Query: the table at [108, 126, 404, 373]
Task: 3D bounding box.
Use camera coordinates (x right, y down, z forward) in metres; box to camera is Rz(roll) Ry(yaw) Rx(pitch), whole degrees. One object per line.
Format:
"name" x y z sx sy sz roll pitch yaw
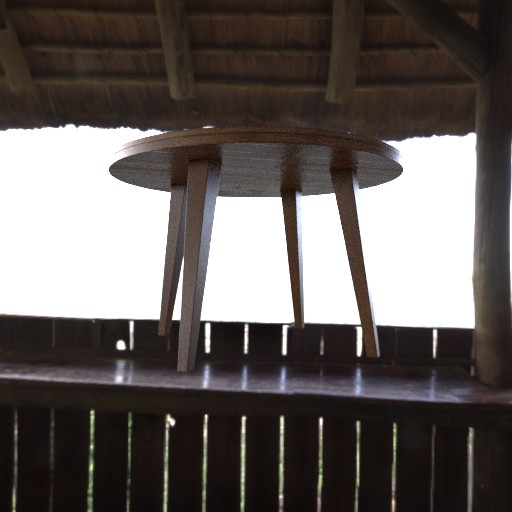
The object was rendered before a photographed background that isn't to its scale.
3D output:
"table" 0.000 0.000 1.916 1.213 0.764 1.213 0 0 0
